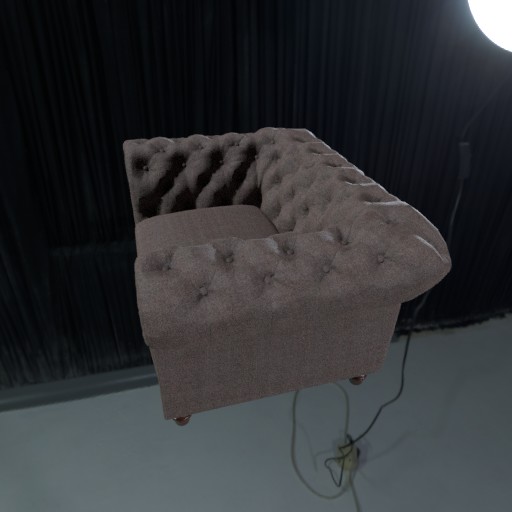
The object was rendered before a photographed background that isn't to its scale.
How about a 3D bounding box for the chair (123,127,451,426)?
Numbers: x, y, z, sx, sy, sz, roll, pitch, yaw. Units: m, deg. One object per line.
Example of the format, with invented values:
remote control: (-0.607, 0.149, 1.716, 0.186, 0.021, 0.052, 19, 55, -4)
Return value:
chair: (0.000, 0.000, 1.837, 0.945, 0.780, 1.298, -9, 33, -13)
